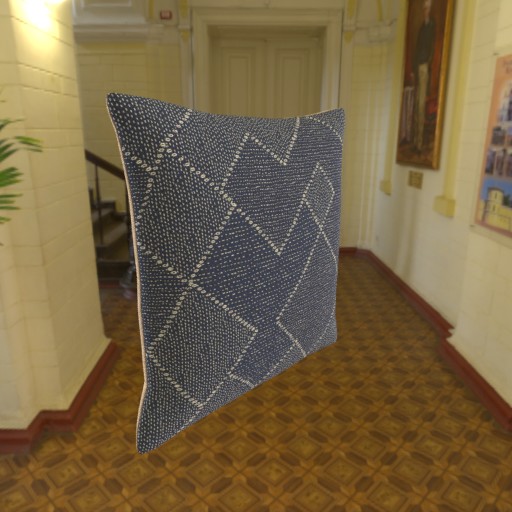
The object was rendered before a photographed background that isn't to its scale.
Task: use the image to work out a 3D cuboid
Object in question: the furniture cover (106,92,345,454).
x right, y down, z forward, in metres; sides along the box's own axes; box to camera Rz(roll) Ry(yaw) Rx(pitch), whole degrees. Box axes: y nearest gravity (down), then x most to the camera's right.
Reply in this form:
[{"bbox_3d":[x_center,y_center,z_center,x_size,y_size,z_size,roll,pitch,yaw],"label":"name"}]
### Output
[{"bbox_3d":[0.000,0.000,0.763,0.162,0.503,0.511,15,22,42],"label":"furniture cover"}]
